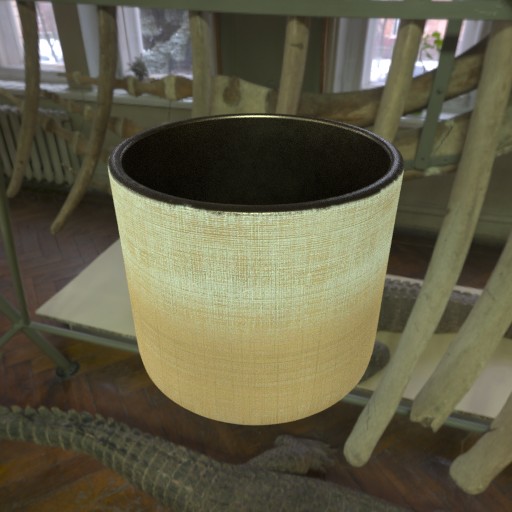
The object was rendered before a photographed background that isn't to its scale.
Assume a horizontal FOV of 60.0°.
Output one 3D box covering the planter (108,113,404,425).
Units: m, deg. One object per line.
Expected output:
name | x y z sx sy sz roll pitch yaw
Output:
planter | 0.000 0.000 0.443 0.254 0.221 0.254 0 32 0
